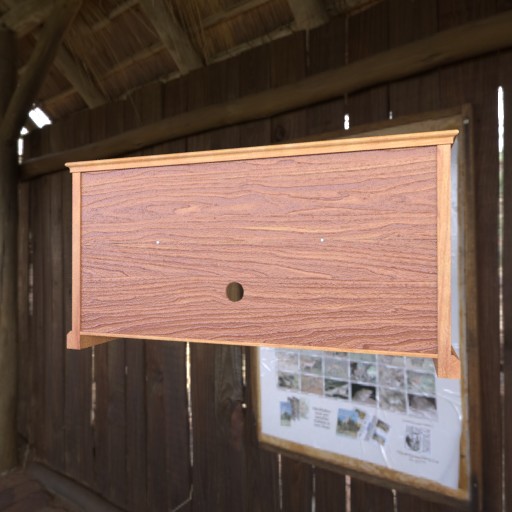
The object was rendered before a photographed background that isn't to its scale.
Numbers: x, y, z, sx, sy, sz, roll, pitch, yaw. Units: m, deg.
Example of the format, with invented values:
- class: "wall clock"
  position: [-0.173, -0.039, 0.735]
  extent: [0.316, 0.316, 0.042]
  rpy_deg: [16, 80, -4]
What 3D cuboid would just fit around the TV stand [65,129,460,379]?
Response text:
- class: "TV stand"
  position: [0.000, 0.000, 1.454]
  extent: [1.181, 0.607, 0.417]
  rpy_deg: [0, 0, 19]
